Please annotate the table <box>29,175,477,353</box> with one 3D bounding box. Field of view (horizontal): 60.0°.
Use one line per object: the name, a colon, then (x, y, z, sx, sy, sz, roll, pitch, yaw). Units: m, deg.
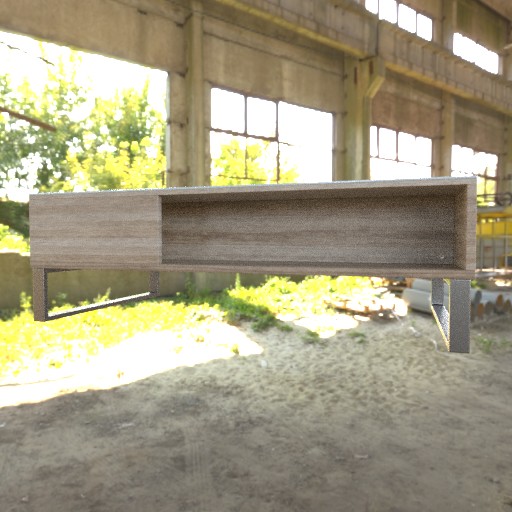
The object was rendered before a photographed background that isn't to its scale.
table: (0.000, 0.000, 1.321, 1.100, 0.350, 0.600, 1, 2, 18)
